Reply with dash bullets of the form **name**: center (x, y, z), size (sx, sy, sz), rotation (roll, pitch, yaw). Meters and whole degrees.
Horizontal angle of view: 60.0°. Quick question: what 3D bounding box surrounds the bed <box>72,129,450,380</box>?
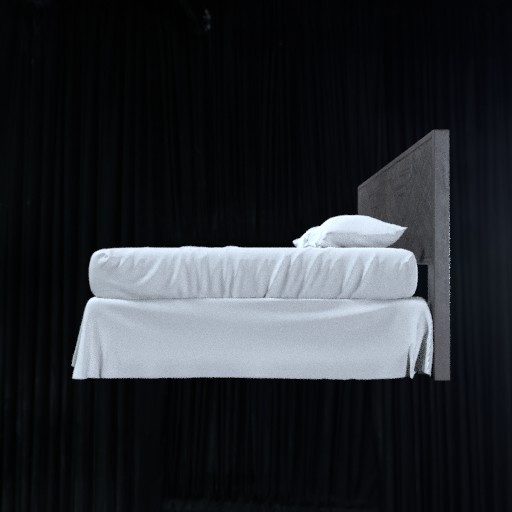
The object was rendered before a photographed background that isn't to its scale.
- **bed**: center (0.000, 0.000, 2.839), size (1.785, 1.142, 1.772), rotation (0, 0, 1)
